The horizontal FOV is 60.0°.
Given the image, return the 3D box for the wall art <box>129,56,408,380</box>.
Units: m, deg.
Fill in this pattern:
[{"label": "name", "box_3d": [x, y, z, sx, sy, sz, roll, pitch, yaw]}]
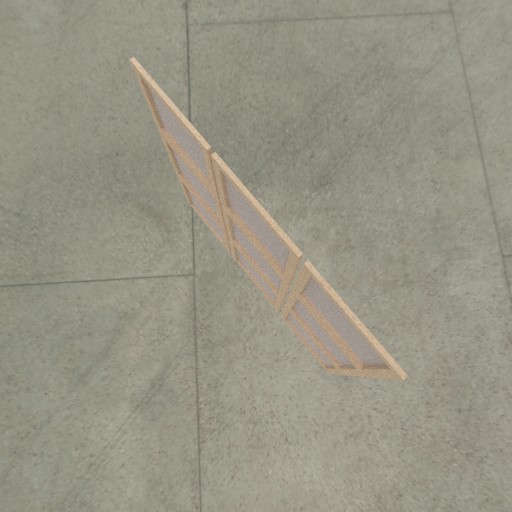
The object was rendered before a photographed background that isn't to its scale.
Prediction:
[{"label": "wall art", "box_3d": [0.000, 0.000, 1.377, 0.012, 0.910, 0.917, -38, 79, -9]}]
